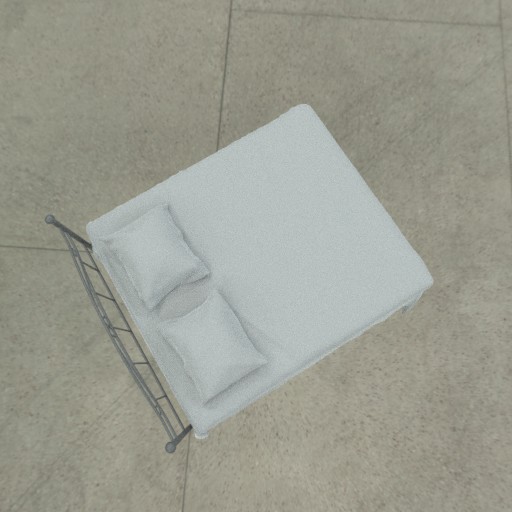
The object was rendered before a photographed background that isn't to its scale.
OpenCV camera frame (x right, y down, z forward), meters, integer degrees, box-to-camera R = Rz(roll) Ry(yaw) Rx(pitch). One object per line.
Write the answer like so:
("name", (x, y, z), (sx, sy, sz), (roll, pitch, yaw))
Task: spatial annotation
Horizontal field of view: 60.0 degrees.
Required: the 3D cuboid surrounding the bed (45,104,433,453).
("bed", (0.000, 0.000, 3.283), (2.215, 1.080, 1.936), (-31, 79, -7))
